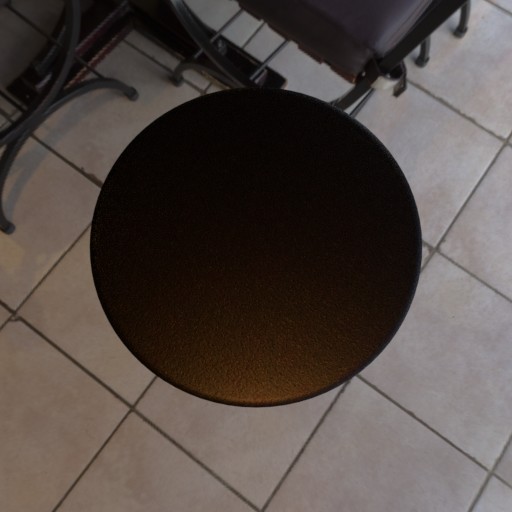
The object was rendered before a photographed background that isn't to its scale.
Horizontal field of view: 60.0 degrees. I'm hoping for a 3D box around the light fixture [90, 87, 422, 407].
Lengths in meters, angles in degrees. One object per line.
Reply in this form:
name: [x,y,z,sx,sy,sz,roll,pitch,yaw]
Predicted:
light fixture: [0.000,0.000,0.629,0.389,0.229,0.389,0,76,0]
